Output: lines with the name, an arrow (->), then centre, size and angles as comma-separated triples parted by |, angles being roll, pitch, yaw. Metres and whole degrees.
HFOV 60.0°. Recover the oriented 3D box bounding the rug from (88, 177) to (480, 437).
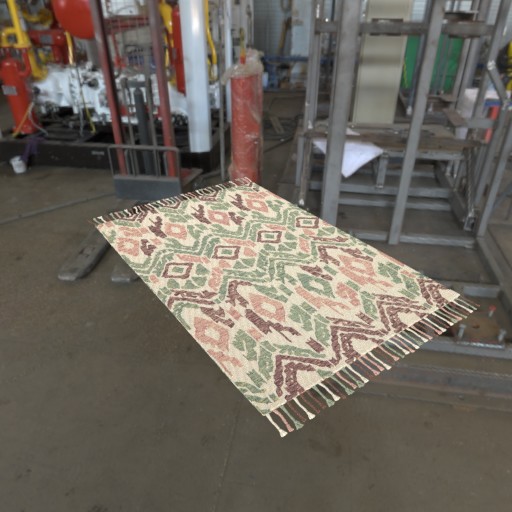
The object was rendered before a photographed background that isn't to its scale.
rug -> 0.000, 0.000, 3.031 | 1.524, 0.011, 2.438 | -21, 38, -30
